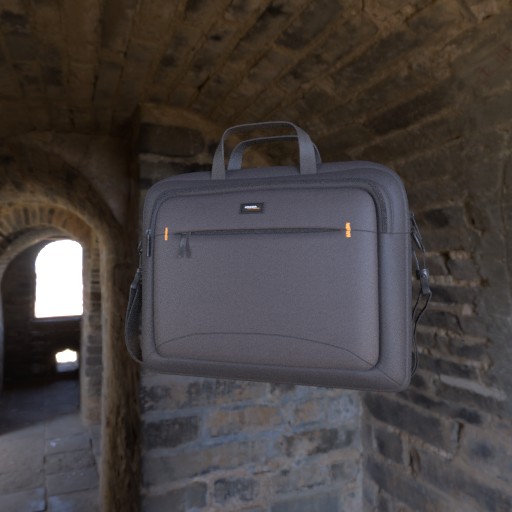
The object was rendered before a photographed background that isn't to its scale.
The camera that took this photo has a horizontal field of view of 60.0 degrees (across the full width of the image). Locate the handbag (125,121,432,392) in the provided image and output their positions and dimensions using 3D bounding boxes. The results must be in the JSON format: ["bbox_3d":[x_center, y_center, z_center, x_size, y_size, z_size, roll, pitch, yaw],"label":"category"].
[{"bbox_3d":[0.000,0.000,0.581,0.429,0.330,0.126,0,-1,18],"label":"handbag"}]
